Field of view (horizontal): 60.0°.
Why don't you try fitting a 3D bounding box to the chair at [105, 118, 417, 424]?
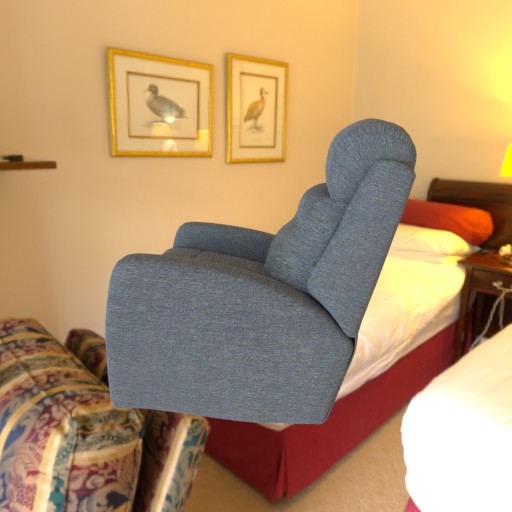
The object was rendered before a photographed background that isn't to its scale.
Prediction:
[{"bbox_3d":[0.000,0.000,1.740,1.043,1.013,0.798,2,14,9],"label":"chair"}]
